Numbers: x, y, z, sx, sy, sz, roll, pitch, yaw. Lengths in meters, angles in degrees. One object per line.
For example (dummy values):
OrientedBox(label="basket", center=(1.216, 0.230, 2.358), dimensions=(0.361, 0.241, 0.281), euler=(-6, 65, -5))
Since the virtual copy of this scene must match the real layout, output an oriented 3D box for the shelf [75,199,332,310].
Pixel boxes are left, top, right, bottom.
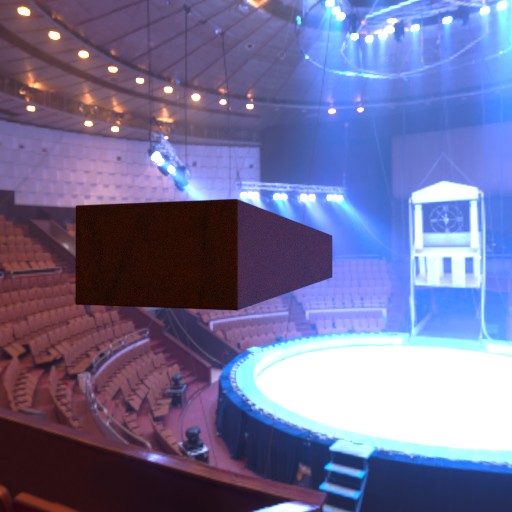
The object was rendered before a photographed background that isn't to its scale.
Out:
OrientedBox(label="shelf", center=(0.000, 0.000, 0.662), dimensions=(0.152, 0.088, 0.607), euler=(0, 0, 17))
